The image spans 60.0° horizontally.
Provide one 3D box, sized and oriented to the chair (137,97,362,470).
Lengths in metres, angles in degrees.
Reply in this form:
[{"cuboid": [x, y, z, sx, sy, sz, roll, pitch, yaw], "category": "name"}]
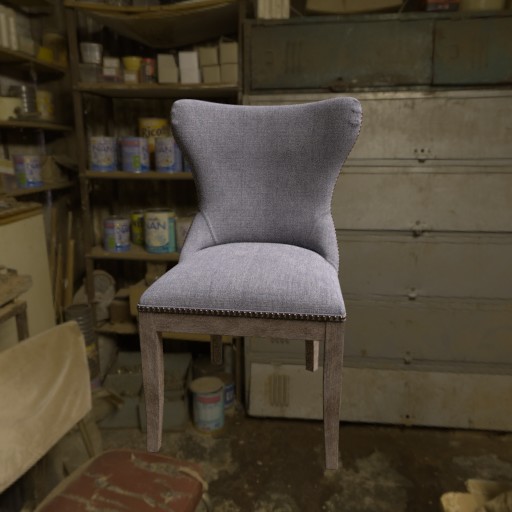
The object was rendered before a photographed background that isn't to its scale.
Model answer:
[{"cuboid": [0.000, 0.000, 1.427, 0.654, 1.002, 0.681, 2, 14, 8], "category": "chair"}]
